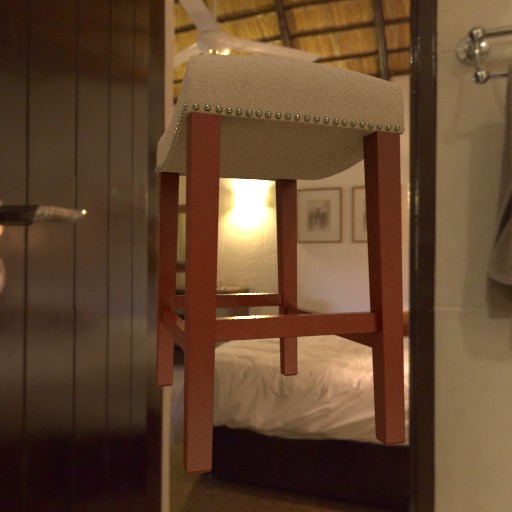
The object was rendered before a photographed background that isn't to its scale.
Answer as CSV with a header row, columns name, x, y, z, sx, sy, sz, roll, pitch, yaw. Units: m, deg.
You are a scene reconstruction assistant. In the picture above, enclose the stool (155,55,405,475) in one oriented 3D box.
name,x,y,z,sx,sy,sz,roll,pitch,yaw
stool,0.000,0.000,0.927,0.375,0.632,0.509,0,-1,-18
